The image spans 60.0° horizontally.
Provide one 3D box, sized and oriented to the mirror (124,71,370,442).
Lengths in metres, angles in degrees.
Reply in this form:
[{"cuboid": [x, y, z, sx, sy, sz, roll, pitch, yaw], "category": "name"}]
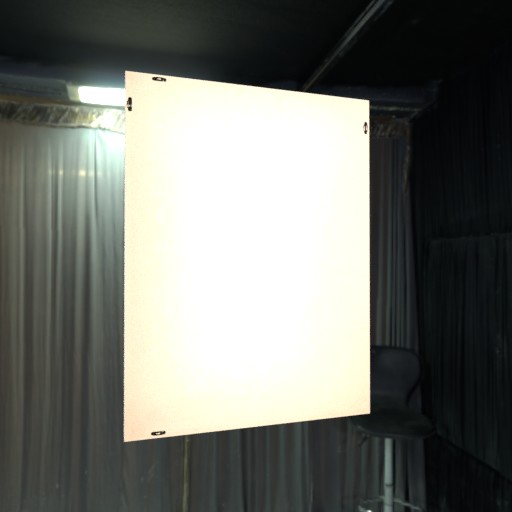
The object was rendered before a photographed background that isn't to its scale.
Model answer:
[{"cuboid": [0.000, 0.000, 1.341, 0.762, 1.016, 0.040, 0, -1, -17], "category": "mirror"}]
